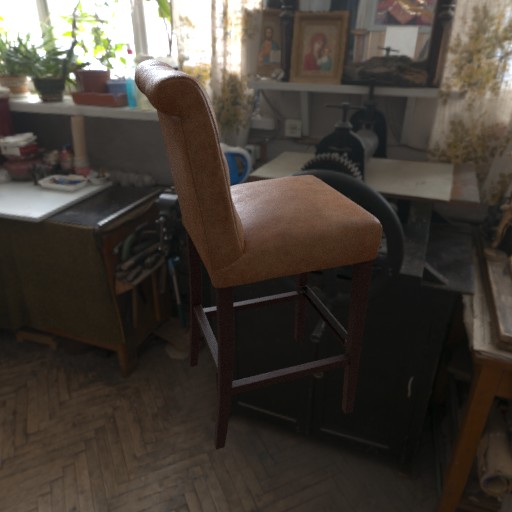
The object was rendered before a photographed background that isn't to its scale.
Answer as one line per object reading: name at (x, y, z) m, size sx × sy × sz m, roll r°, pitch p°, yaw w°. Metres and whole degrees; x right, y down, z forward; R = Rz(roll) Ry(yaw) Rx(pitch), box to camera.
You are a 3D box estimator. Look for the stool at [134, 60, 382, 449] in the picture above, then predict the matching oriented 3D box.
stool at (0.000, 0.000, 1.421) m, size 0.601 × 1.140 × 0.493 m, roll -9°, pitch 29°, yaw -17°
